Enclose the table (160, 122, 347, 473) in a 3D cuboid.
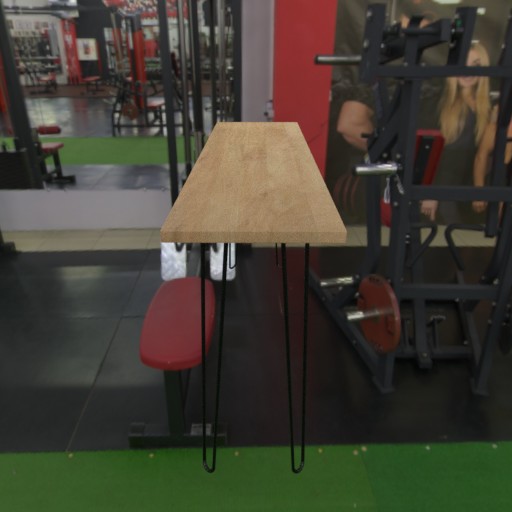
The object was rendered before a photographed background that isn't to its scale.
[{"bbox_3d":[0.000,0.000,1.748,0.399,0.799,1.400,0,26,0],"label":"table"}]
